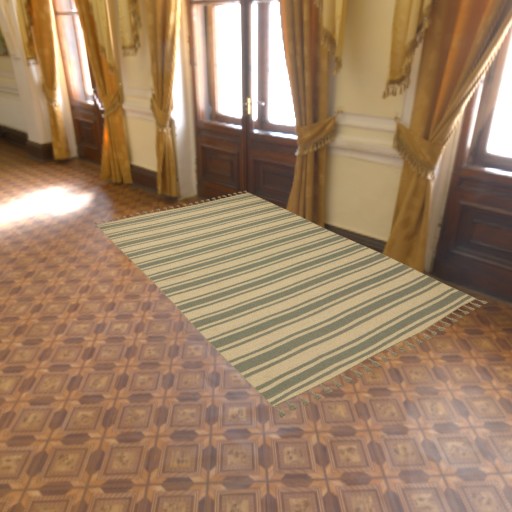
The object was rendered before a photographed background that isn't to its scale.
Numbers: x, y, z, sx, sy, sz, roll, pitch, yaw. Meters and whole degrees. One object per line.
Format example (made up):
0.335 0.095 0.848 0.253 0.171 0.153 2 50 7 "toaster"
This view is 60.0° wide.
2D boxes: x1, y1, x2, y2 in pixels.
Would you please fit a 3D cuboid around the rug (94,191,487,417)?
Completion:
0.000 0.000 2.508 1.222 0.009 2.084 -17 31 -31 "rug"
